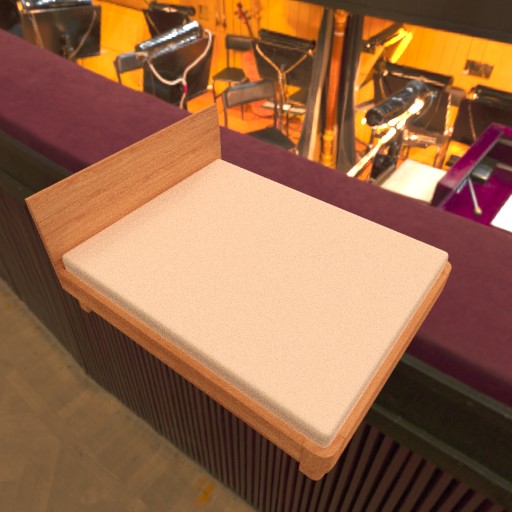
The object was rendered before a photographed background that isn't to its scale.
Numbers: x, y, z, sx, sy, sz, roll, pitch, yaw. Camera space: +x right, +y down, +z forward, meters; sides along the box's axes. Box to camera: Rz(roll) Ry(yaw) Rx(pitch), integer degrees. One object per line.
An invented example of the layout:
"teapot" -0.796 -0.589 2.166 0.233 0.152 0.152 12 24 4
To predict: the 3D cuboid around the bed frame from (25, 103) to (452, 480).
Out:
"bed frame" 0.000 0.000 2.890 2.092 0.940 1.660 27 49 27
